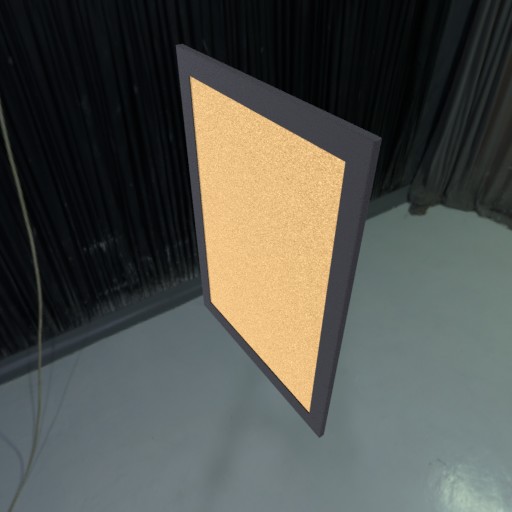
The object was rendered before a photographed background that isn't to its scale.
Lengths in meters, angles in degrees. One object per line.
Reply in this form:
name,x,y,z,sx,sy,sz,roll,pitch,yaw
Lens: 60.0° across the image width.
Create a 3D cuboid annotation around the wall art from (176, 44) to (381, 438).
wall art,0.000,0.000,0.683,0.012,0.529,0.374,-25,46,-27
